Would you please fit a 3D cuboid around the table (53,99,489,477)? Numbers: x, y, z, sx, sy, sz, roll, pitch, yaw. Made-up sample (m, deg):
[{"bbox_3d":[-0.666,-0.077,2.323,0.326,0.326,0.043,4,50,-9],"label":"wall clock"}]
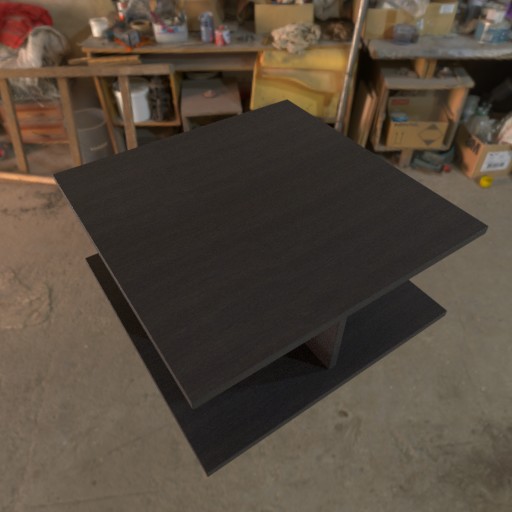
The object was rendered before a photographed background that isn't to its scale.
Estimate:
[{"bbox_3d":[0.000,0.000,1.217,0.762,0.396,0.762,-26,50,-23],"label":"table"}]
